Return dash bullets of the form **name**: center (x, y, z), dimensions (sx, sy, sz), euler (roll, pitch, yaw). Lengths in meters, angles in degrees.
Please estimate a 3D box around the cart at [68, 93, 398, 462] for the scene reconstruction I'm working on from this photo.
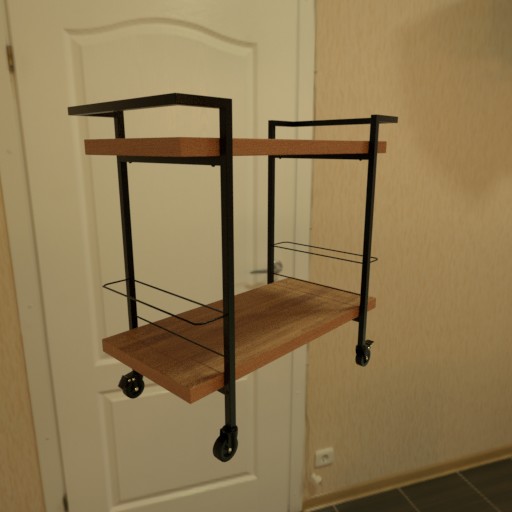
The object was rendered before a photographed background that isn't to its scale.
- **cart**: center (0.000, 0.000, 1.234), dimensions (0.406, 0.762, 0.806), euler (12, 19, 41)
